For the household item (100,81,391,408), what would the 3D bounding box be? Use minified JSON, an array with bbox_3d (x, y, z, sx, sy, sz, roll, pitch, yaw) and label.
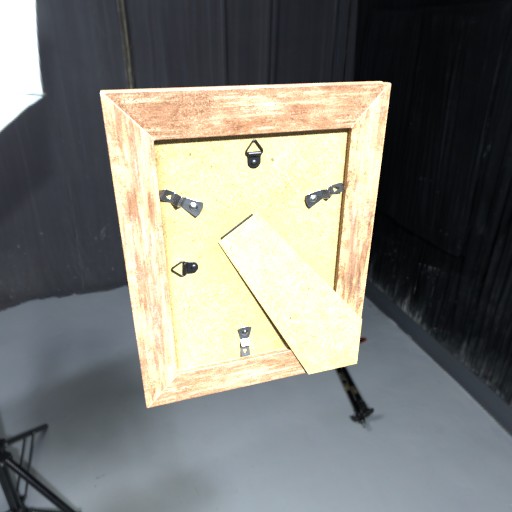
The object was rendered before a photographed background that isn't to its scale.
[{"bbox_3d":[0.000,0.000,0.330,0.186,0.237,0.018,-8,28,-16],"label":"household item"}]
